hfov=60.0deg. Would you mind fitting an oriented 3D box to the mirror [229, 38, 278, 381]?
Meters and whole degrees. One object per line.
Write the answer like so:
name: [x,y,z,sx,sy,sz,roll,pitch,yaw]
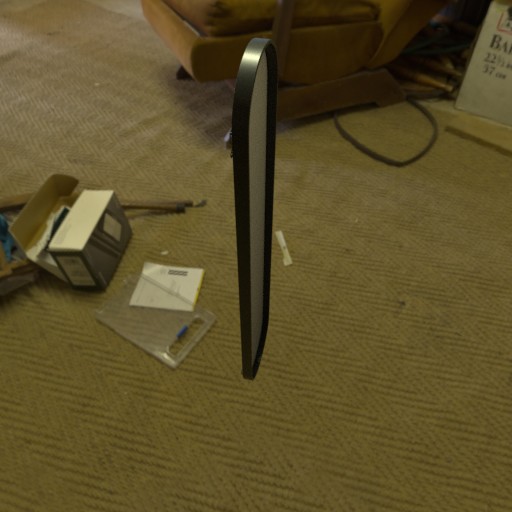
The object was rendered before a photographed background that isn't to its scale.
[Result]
mirror: [0.000,0.000,1.067,0.032,0.991,0.222,11,48,10]
